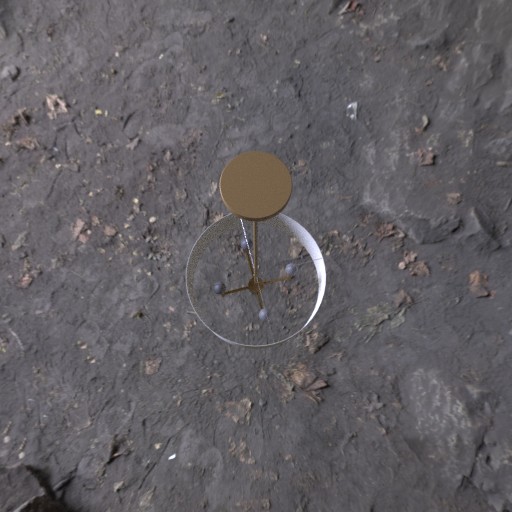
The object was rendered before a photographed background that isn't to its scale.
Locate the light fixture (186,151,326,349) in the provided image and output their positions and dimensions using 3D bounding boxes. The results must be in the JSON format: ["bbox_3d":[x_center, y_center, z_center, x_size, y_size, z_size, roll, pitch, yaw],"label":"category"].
[{"bbox_3d":[0.000,0.000,1.341,0.508,1.067,0.508,0,75,0],"label":"light fixture"}]
